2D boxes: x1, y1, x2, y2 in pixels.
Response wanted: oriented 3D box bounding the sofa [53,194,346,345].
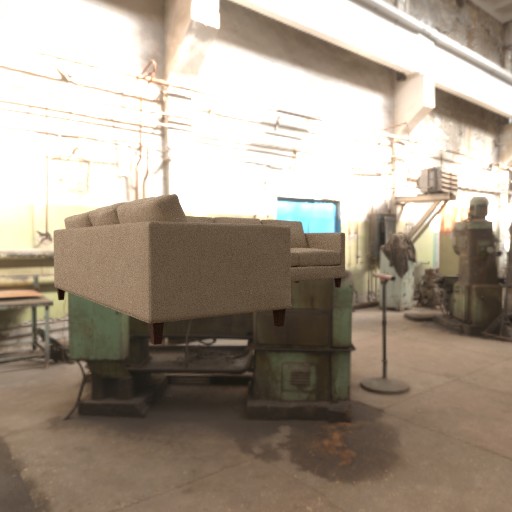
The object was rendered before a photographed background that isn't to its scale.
[{"bbox_3d":[0.000,0.000,4.304,3.182,0.863,2.432,-1,2,-36],"label":"sofa"}]
